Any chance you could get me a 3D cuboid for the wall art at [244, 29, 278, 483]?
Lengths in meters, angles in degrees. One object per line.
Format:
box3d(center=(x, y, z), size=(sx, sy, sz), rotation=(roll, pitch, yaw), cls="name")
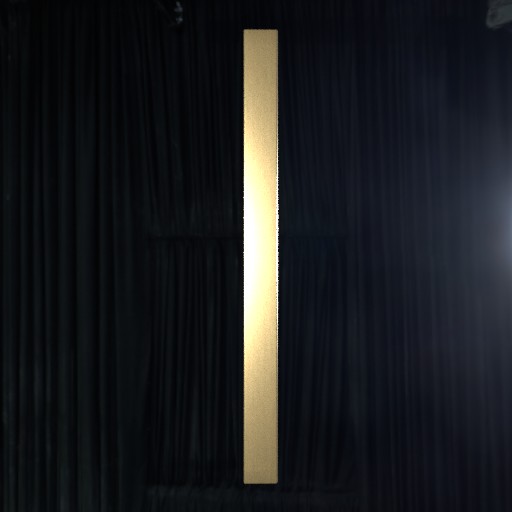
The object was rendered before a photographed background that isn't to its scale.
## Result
box3d(center=(0.000, 0.000, 0.450), size=(0.023, 0.305, 0.305), rotation=(0, 0, -1), cls="wall art")
